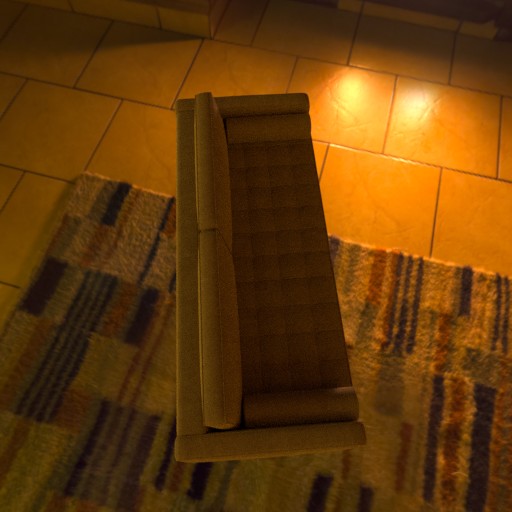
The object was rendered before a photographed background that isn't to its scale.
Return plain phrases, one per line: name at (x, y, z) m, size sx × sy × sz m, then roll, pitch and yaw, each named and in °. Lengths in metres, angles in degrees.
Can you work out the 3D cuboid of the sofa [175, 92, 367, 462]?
sofa at (0.000, 0.000, 2.654) m, size 0.919 × 0.770 × 2.200 m, roll -4°, pitch 65°, yaw -2°
